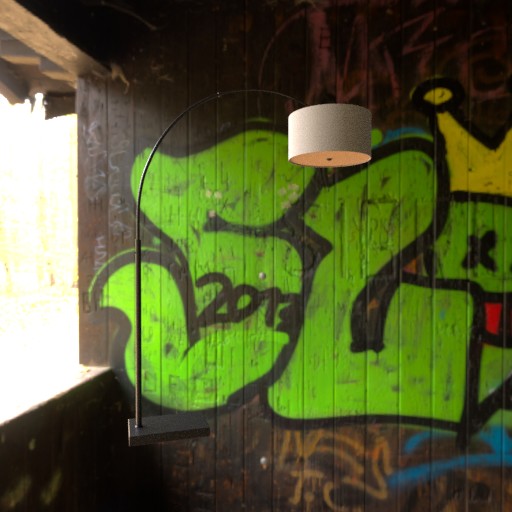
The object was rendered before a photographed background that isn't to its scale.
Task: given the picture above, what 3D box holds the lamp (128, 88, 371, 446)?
[{"bbox_3d":[0.000,0.000,2.567,1.424,1.927,0.493,0,1,-17],"label":"lamp"}]
